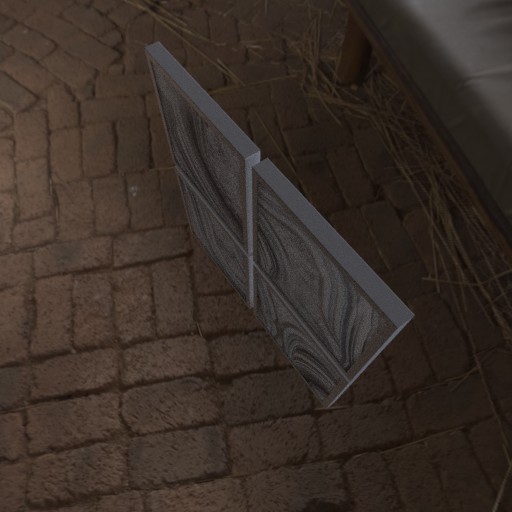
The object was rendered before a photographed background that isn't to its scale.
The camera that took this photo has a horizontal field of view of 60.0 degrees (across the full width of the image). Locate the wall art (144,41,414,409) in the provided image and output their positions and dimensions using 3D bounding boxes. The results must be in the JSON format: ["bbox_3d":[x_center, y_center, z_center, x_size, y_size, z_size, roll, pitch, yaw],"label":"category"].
[{"bbox_3d":[0.000,0.000,0.913,0.029,0.611,0.611,-33,67,-16],"label":"wall art"}]
